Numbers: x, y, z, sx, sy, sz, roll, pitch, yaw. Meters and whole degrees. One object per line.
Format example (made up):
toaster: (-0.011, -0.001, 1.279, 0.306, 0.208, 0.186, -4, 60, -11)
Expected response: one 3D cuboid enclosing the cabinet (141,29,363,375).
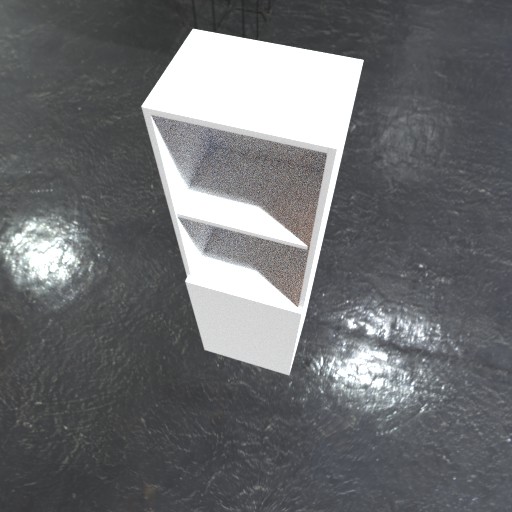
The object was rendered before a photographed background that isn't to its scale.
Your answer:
cabinet: (0.000, 0.000, 1.498, 0.400, 1.350, 0.300, 15, 59, 9)
